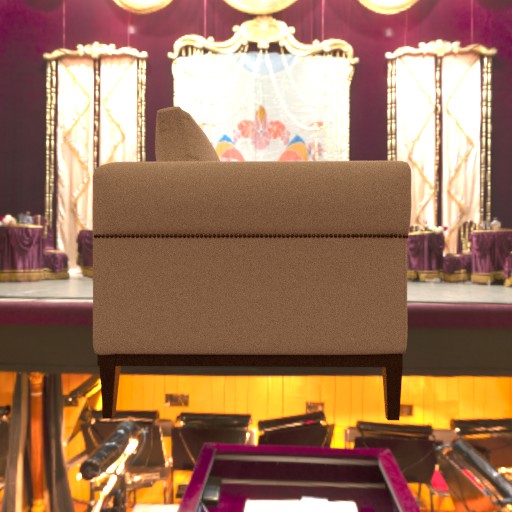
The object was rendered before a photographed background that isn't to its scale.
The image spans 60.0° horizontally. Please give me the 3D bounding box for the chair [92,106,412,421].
[{"bbox_3d":[0.000,0.000,1.685,0.896,0.915,0.982,0,0,1],"label":"chair"}]
